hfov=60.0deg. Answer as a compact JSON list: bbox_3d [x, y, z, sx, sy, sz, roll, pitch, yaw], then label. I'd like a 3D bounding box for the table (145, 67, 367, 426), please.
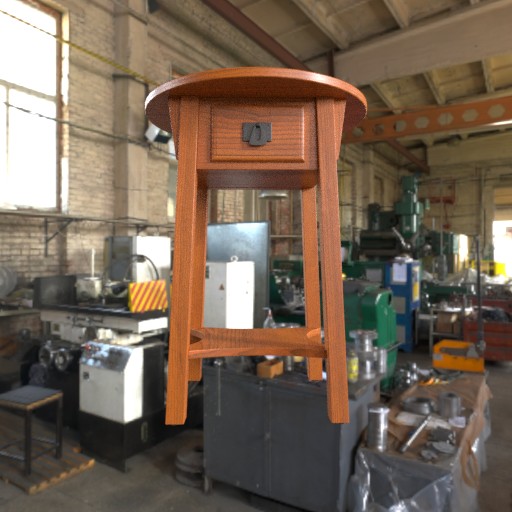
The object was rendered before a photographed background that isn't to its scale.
[{"bbox_3d":[0.000,0.000,0.941,0.457,0.610,0.457,0,0,0],"label":"table"}]
